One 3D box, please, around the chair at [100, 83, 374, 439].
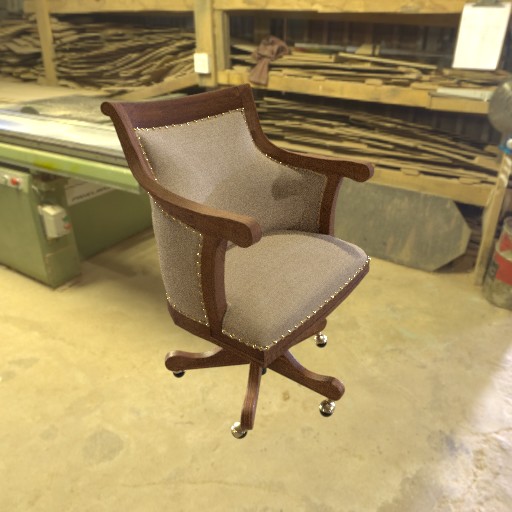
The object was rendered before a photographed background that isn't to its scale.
[{"bbox_3d":[0.000,0.000,1.421,0.689,0.965,0.656,19,32,32],"label":"chair"}]
